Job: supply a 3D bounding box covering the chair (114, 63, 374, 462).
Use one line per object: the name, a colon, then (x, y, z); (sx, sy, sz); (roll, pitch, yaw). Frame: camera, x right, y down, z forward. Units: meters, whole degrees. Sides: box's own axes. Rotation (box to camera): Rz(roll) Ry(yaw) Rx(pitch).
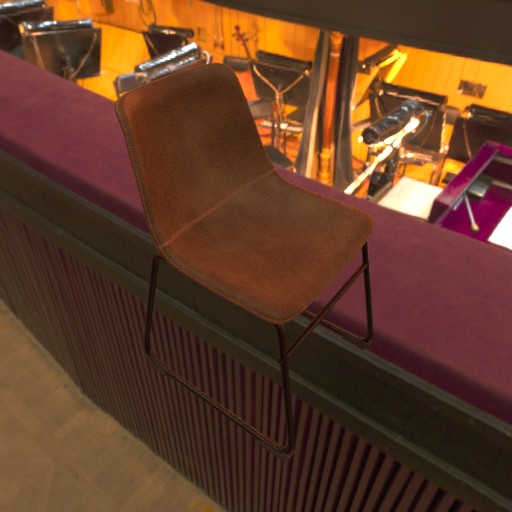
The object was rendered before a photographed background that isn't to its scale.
chair: (0.000, 0.000, 1.117); (0.551, 0.780, 0.460); (26, 47, 27)
